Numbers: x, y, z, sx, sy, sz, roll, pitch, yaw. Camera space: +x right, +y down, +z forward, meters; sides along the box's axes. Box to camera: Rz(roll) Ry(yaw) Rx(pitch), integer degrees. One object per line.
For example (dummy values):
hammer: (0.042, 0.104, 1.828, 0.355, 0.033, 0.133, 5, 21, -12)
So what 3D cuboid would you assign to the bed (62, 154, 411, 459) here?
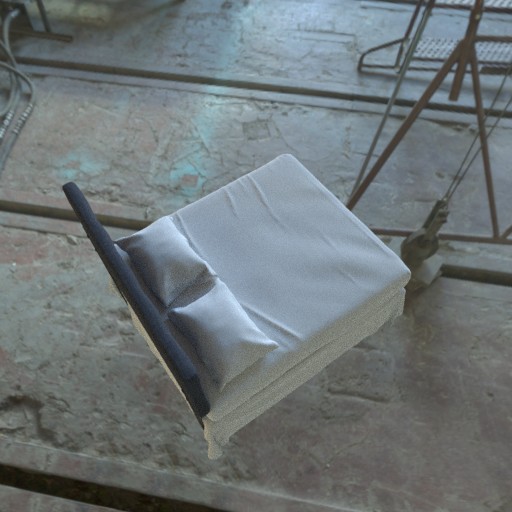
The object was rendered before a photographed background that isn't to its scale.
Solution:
bed: (0.000, 0.000, 3.580, 2.222, 1.577, 1.936, -31, 63, -18)
